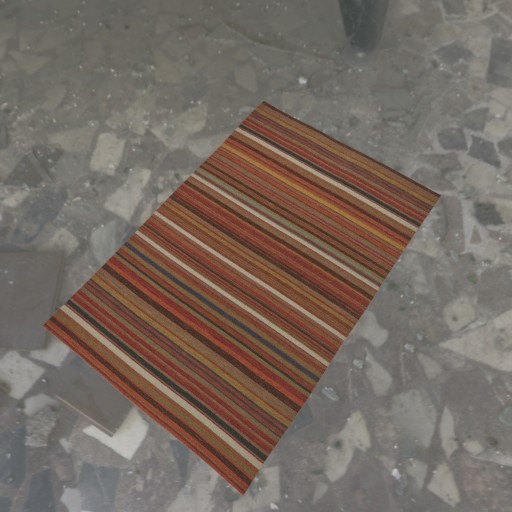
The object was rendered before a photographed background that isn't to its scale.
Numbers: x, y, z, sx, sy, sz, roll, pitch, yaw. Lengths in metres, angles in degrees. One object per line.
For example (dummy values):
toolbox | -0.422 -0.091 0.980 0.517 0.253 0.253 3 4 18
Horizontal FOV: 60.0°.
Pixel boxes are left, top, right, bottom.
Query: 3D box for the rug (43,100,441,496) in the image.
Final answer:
rug | 0.000 0.000 2.298 1.217 0.007 1.828 33 68 15
